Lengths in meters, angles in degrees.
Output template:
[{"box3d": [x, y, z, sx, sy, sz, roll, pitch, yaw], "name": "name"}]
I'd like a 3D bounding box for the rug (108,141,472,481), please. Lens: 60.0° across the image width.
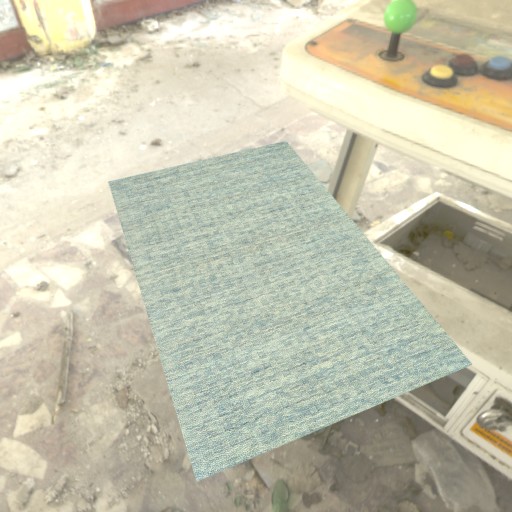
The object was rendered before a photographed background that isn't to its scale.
[{"box3d": [0.000, 0.000, 2.173, 1.142, 0.006, 1.752, -17, 49, -15], "name": "rug"}]
